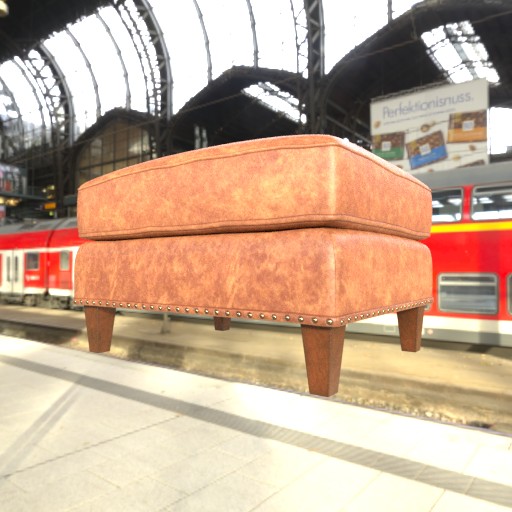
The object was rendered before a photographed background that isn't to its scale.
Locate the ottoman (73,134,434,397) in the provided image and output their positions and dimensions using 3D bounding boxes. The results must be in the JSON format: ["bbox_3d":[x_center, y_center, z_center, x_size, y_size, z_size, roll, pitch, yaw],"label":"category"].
[{"bbox_3d":[0.000,0.000,1.138,0.742,0.486,0.586,-1,-2,36],"label":"ottoman"}]
